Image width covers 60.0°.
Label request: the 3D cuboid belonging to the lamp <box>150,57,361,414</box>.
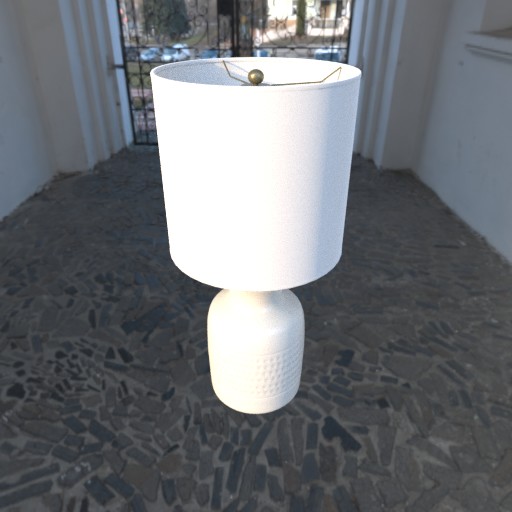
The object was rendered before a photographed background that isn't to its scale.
[{"bbox_3d":[0.000,0.000,0.501,0.188,0.392,0.188,8,31,13],"label":"lamp"}]
